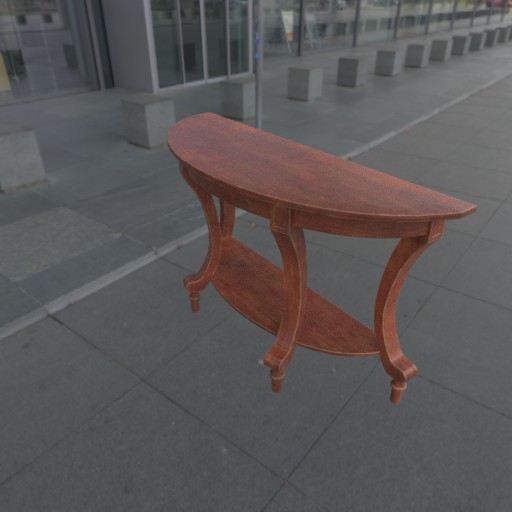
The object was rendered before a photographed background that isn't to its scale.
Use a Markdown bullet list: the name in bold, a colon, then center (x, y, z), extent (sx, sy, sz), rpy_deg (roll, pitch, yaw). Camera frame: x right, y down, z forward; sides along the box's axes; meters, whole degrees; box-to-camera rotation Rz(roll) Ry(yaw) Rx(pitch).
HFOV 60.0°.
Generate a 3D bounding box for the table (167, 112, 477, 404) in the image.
- **table**: center (0.000, 0.000, 1.522), extent (0.394, 0.699, 1.198), rpy_deg (-21, 36, -31)
